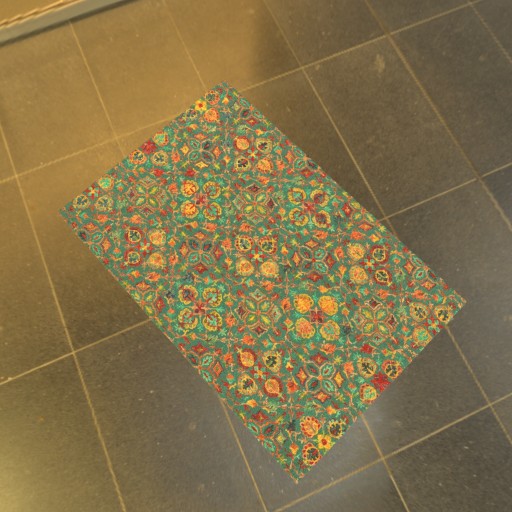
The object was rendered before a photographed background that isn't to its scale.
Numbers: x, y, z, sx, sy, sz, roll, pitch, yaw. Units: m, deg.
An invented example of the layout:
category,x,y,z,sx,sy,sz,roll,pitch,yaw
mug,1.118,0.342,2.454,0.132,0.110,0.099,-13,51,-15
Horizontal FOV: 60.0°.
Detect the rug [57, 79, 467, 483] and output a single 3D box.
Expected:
category,x,y,z,sx,sy,sz,roll,pitch,yaw
rug,0.000,0.000,2.901,1.527,0.016,2.290,-42,78,-11
